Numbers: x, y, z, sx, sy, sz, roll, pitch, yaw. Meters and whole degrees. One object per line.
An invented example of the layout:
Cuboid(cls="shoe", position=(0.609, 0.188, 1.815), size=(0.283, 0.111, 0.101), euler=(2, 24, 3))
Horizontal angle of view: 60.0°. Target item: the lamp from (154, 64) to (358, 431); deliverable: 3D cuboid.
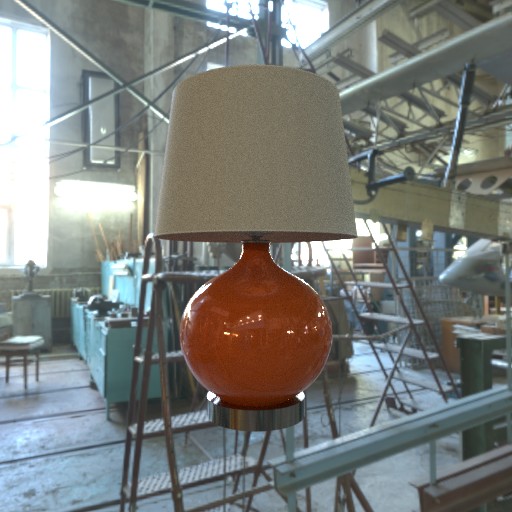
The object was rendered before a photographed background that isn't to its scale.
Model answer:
Cuboid(cls="lamp", position=(0.000, 0.000, 0.549), size=(0.247, 0.387, 0.247), euler=(0, -1, 0))
